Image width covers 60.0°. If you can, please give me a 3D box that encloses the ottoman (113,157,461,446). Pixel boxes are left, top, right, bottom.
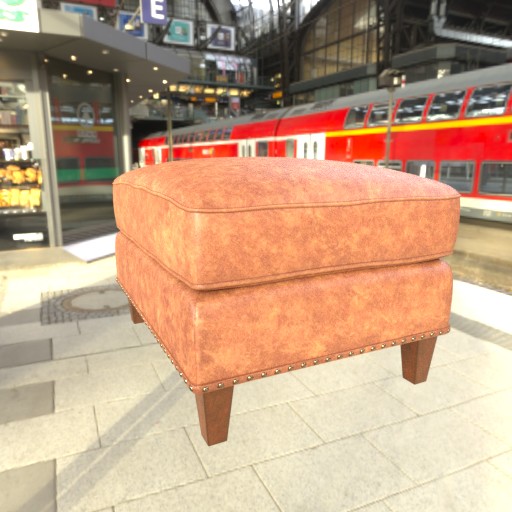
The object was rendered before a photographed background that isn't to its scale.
[{"bbox_3d":[0.000,0.000,1.113,0.586,0.486,0.742,-6,14,-26],"label":"ottoman"}]
